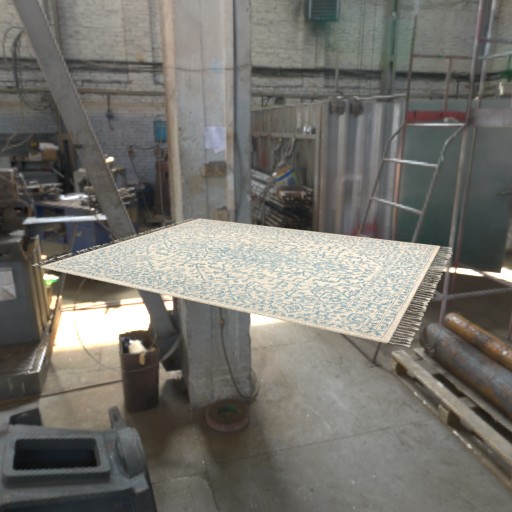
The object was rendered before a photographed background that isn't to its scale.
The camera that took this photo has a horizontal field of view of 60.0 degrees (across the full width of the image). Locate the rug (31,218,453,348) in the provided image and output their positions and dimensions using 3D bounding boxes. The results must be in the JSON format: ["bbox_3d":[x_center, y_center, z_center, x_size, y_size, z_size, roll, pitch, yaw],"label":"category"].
[{"bbox_3d":[0.000,0.000,4.274,3.327,0.010,2.464,9,18,27],"label":"rug"}]
